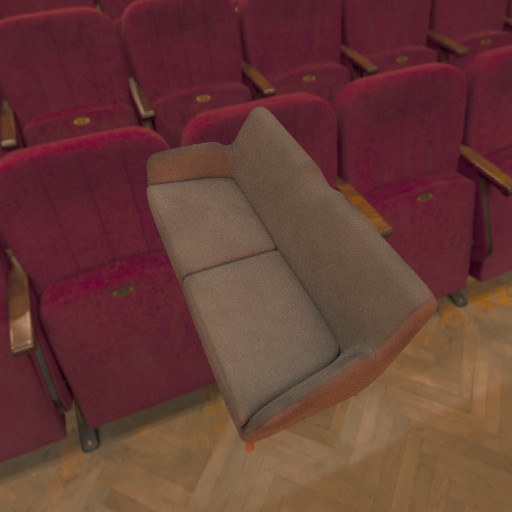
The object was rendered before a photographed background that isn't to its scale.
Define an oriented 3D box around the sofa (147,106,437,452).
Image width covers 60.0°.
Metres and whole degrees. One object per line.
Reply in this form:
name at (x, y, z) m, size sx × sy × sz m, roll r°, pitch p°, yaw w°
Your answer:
sofa at (0.000, 0.000, 2.378) m, size 0.850 × 0.810 × 1.870 m, roll -16°, pitch 48°, yaw -16°
